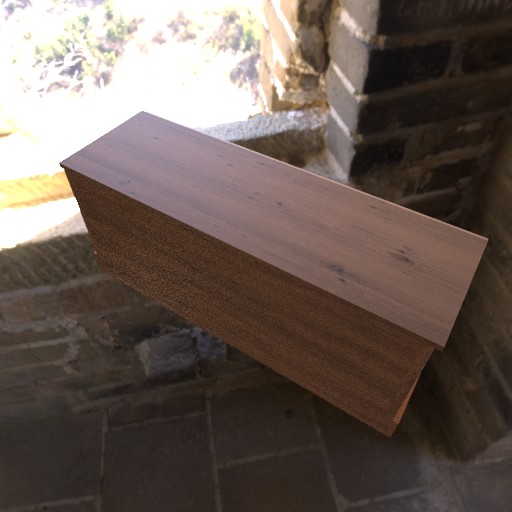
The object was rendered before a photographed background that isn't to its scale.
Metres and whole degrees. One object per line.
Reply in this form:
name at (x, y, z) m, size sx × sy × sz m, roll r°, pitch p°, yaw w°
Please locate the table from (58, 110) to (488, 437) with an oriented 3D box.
table at (0.000, 0.000, 1.453) m, size 1.200 × 0.510 × 0.400 m, roll 26°, pitch 52°, yaw 22°
